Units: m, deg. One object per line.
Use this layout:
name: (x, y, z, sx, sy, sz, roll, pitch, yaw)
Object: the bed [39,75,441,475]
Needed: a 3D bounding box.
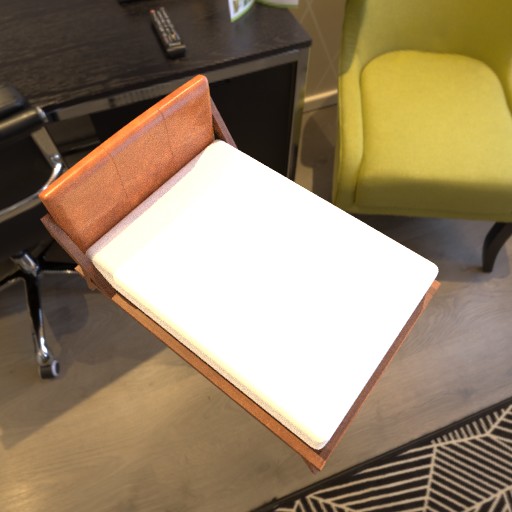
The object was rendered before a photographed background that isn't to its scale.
bed: (0.000, 0.000, 3.180, 2.311, 1.168, 1.651, 34, 64, 19)
